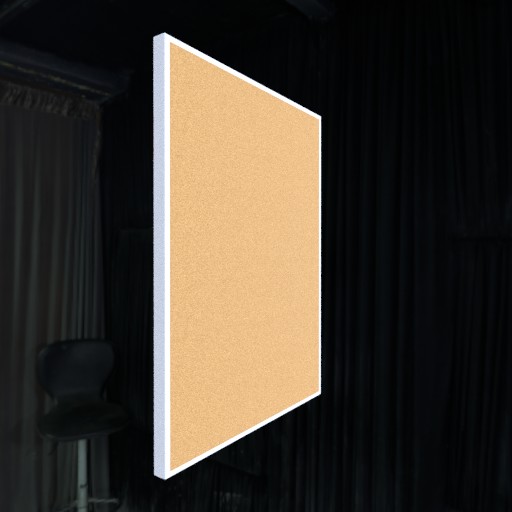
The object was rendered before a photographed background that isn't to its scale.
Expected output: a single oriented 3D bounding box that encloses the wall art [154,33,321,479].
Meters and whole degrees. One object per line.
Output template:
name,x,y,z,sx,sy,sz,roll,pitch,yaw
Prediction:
wall art,0.000,0.000,1.592,0.046,1.221,0.914,0,0,36
